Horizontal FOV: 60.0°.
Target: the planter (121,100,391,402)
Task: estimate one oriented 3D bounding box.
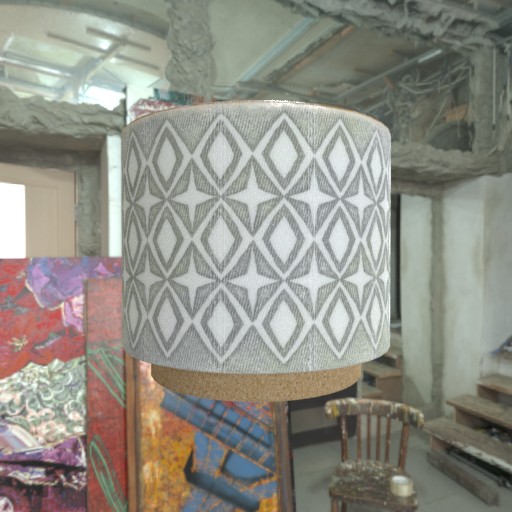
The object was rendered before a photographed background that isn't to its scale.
[{"bbox_3d":[0.000,0.000,0.439,0.255,0.223,0.255,0,1,0],"label":"planter"}]
